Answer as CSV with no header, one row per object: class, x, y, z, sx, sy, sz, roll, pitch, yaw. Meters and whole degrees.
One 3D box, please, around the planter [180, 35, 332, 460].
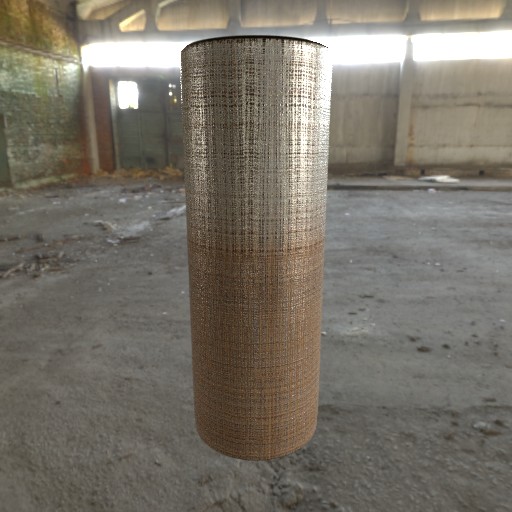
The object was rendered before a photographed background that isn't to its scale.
planter,0.000,0.000,0.326,0.099,0.278,0.099,2,15,8
